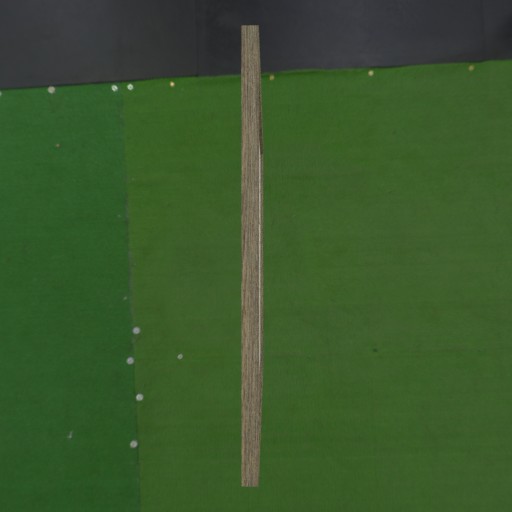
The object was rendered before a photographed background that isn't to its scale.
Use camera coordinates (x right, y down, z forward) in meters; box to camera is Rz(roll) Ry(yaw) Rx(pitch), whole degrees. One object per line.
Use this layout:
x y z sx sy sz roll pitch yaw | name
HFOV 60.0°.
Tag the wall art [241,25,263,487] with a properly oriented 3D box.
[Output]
0.000 0.000 0.742 0.019 0.508 0.508 0 90 1 | wall art
